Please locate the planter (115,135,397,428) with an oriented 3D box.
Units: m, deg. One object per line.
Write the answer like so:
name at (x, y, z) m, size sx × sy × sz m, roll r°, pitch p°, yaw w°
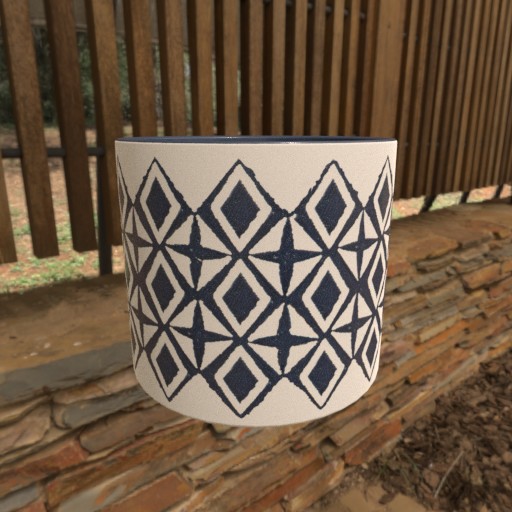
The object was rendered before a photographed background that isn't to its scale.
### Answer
planter at (0.000, 0.000, 0.393) m, size 0.224 × 0.203 × 0.224 m, roll 0°, pitch 16°, yaw 0°
